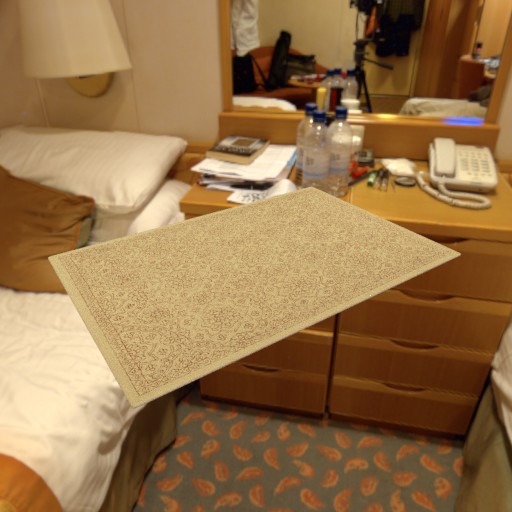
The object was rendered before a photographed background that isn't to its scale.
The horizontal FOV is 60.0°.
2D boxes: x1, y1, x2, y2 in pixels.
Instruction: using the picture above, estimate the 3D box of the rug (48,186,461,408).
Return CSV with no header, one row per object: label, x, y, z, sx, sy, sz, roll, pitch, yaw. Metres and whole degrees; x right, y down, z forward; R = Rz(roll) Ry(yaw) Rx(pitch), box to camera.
rug,0.000,0.000,2.350,1.829,0.010,1.219,-19,35,-30
